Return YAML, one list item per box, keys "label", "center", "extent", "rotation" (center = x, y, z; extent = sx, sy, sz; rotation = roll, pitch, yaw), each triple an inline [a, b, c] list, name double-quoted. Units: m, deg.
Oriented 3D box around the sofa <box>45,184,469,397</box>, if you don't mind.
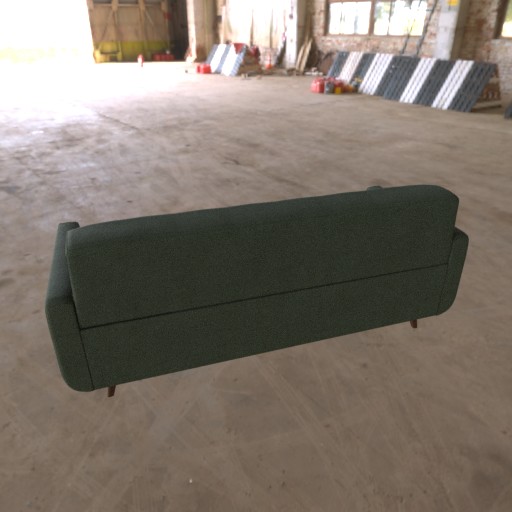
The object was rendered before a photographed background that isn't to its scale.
- label: "sofa"
  center: [0.000, 0.000, 2.440]
  extent: [2.029, 0.841, 0.909]
  rotation: [-9, 29, -16]
